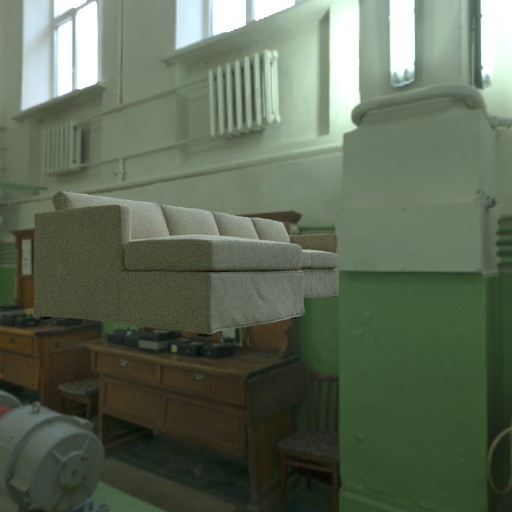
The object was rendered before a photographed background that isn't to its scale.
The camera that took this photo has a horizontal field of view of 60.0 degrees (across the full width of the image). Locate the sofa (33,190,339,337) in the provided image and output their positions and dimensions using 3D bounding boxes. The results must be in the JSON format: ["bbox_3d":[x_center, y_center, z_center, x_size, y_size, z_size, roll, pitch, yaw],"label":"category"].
[{"bbox_3d":[0.000,0.000,3.939,1.650,0.922,3.205,-1,-1,34],"label":"sofa"}]
